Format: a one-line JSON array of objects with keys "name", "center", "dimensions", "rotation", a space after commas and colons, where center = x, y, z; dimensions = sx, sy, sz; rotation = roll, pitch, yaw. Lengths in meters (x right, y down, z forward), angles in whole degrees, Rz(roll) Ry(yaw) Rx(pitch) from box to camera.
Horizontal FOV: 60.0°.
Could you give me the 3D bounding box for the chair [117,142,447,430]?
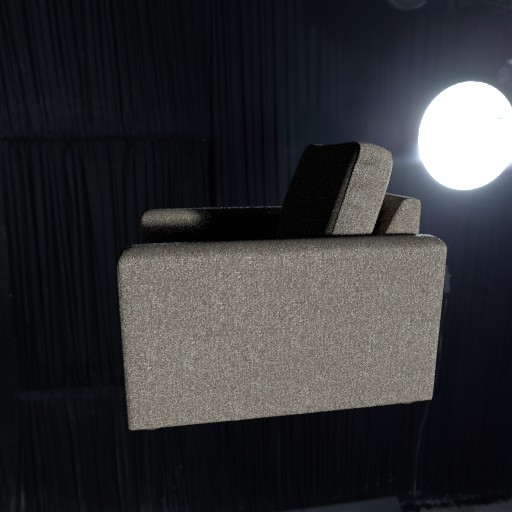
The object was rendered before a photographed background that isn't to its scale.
[{"name": "chair", "center": [0.000, 0.000, 1.765], "dimensions": [1.016, 0.873, 1.005], "rotation": [-2, 13, -10]}]
